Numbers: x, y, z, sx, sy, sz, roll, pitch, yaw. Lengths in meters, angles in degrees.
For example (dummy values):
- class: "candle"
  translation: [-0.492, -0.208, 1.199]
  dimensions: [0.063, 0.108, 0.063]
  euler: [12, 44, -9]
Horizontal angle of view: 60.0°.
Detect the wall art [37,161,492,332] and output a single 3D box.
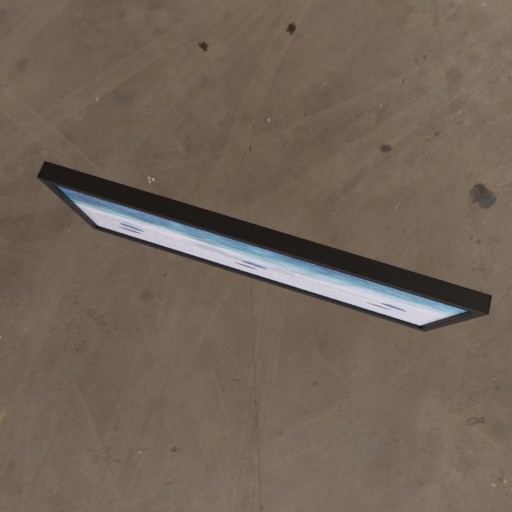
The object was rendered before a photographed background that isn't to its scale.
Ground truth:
- class: "wall art"
  translation: [0.000, 0.000, 0.956]
  dimensions: [0.860, 0.303, 0.037]
  euler: [17, 75, 5]
